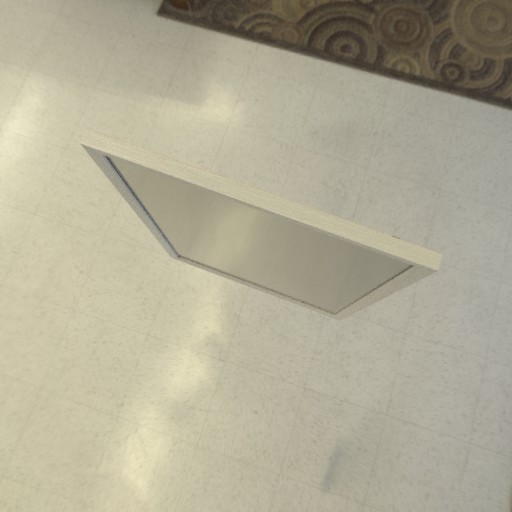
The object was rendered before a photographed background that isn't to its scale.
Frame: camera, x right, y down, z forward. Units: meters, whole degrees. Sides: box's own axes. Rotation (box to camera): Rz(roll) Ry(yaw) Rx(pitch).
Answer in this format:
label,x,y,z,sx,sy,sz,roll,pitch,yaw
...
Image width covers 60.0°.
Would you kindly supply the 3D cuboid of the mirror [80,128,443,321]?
label,x,y,z,sx,sy,sz,roll,pitch,yaw
mirror,0.000,0.000,1.379,0.762,1.016,0.040,20,77,5
